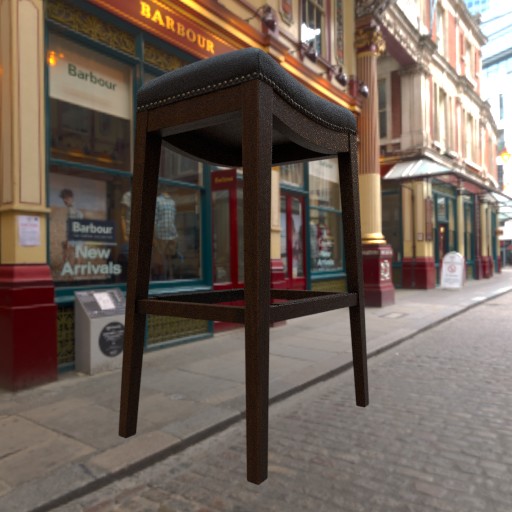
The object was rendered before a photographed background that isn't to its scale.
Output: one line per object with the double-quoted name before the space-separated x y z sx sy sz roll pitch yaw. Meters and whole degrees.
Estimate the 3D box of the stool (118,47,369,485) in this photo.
"stool" 0.000 0.000 1.042 0.361 0.765 0.500 0 -1 35
